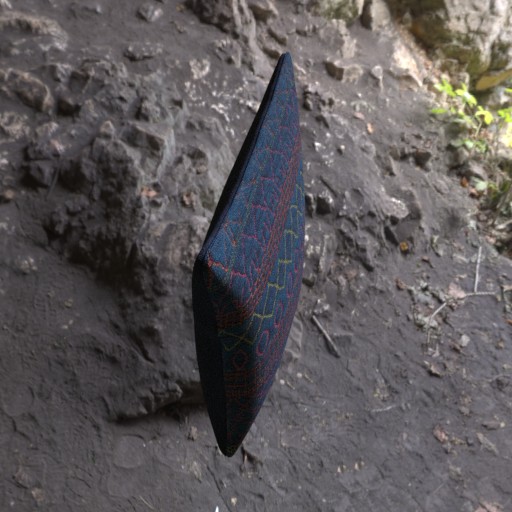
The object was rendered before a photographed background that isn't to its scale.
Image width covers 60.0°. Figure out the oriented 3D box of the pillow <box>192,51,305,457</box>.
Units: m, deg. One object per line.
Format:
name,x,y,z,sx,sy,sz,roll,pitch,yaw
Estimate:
pillow,0.000,0.000,0.646,0.141,0.431,0.431,9,48,8
